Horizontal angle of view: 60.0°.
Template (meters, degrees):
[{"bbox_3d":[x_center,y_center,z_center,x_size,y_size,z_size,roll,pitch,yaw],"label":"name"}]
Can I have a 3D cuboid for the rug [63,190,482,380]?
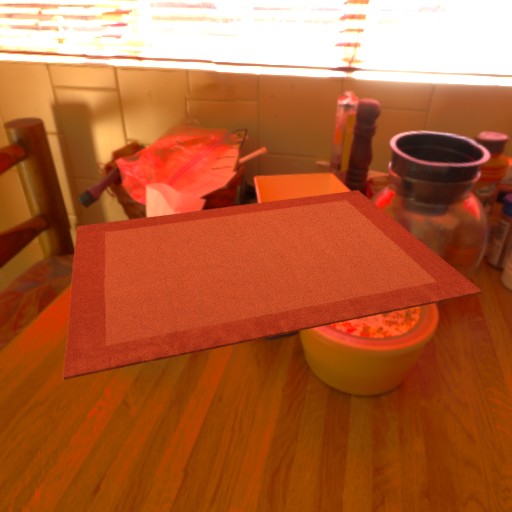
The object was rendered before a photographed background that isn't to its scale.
[{"bbox_3d":[0.000,0.000,2.326,1.829,0.014,1.219,-9,33,-14],"label":"rug"}]
